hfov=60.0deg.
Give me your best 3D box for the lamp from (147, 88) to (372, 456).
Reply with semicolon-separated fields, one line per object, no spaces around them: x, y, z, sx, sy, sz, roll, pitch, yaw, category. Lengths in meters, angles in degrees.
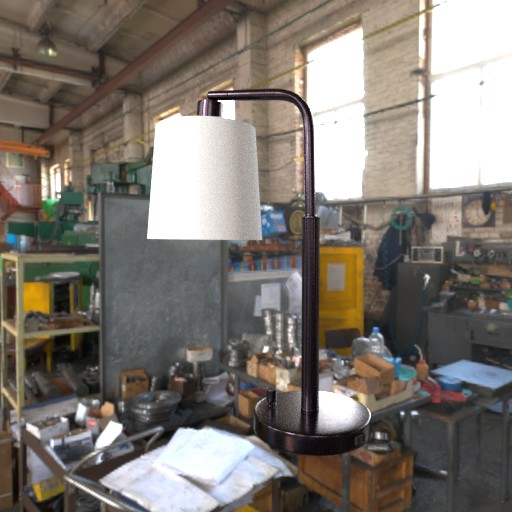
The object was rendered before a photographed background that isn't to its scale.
0.000;0.000;0.646;0.333;0.489;0.171;1;2;19;lamp
